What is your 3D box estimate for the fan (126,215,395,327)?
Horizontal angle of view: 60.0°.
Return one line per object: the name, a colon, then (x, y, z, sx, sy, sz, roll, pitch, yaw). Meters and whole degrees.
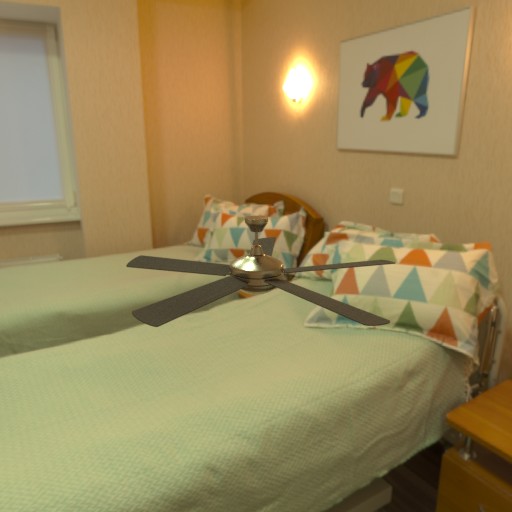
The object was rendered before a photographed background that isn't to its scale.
fan: (0.000, 0.000, 2.030, 1.321, 0.356, 1.321, 8, 18, 27)
